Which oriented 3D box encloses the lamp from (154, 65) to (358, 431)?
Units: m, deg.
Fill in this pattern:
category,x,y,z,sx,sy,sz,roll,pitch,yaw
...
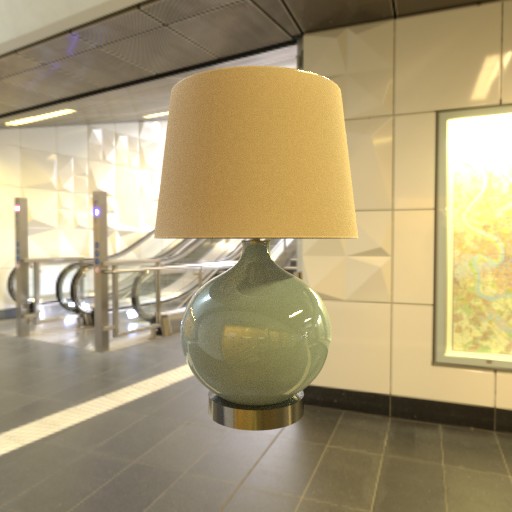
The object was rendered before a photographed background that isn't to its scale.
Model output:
category,x,y,z,sx,sy,sz,roll,pitch,yaw
lamp,0.000,0.000,0.549,0.247,0.387,0.247,0,2,0
